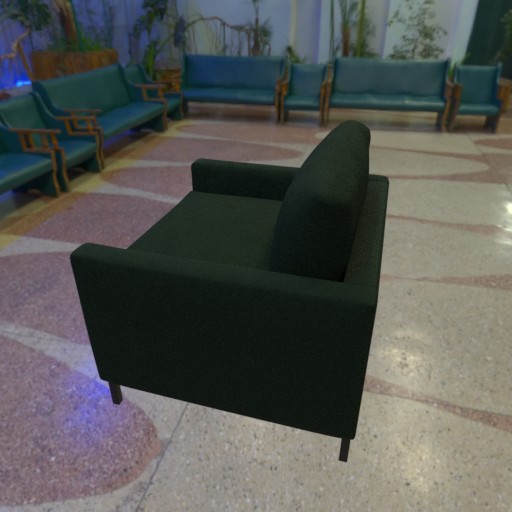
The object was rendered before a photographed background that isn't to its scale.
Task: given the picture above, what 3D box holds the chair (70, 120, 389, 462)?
[{"bbox_3d":[0.000,0.000,1.620,0.866,0.861,0.963,8,31,14],"label":"chair"}]
